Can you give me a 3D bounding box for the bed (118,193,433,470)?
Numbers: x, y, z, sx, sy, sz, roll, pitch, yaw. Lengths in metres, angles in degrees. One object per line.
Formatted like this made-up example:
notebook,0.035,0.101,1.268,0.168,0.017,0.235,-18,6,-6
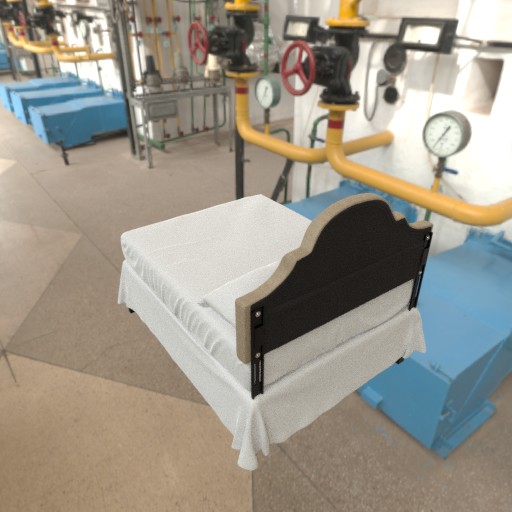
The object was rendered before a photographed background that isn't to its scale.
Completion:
bed,0.000,0.000,3.519,1.780,1.634,2.222,-20,36,-30
